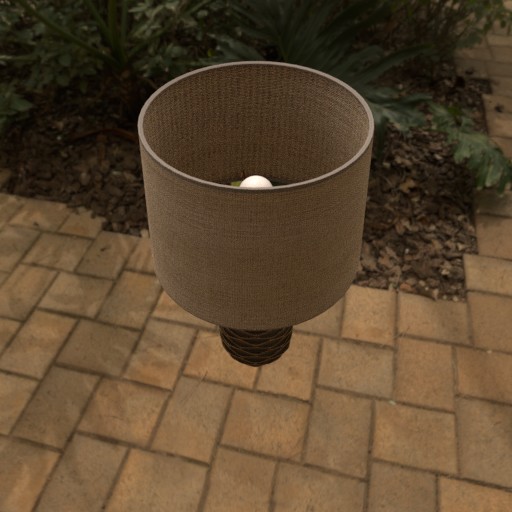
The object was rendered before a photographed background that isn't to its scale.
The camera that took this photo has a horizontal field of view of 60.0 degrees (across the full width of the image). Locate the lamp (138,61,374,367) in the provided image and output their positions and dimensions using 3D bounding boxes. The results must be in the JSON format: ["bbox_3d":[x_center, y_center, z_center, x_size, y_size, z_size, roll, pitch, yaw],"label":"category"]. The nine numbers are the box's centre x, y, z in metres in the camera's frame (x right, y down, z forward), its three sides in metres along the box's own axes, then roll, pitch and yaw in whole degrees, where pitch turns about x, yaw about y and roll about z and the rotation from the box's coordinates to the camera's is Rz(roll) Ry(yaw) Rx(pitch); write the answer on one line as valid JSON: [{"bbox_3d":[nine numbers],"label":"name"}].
[{"bbox_3d":[0.000,0.000,0.839,0.376,0.594,0.376,0,48,0],"label":"lamp"}]
